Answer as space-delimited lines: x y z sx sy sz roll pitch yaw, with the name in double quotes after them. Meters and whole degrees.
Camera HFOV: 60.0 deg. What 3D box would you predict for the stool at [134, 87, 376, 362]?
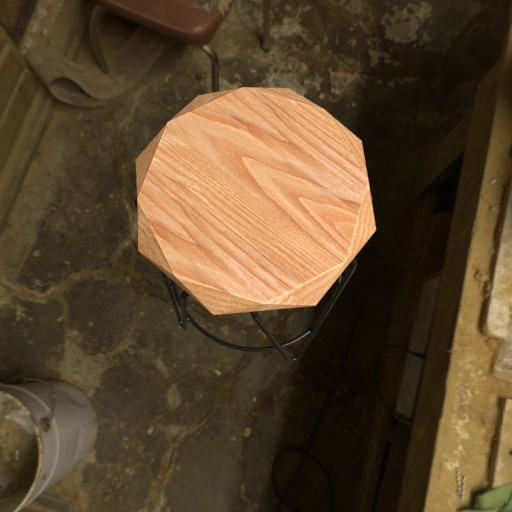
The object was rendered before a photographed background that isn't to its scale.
0.000 0.000 0.779 0.326 0.610 0.326 17 77 4 "stool"
